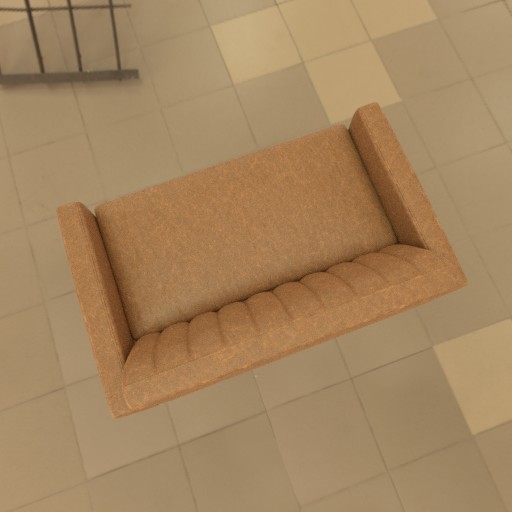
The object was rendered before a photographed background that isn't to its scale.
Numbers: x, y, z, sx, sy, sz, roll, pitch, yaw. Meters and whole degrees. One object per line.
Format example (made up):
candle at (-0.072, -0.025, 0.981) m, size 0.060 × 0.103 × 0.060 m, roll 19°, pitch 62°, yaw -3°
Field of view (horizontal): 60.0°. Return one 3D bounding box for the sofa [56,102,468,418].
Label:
sofa at (0.000, 0.000, 2.096) m, size 1.549 × 0.820 × 0.960 m, roll -20°, pitch 76°, yaw -5°
